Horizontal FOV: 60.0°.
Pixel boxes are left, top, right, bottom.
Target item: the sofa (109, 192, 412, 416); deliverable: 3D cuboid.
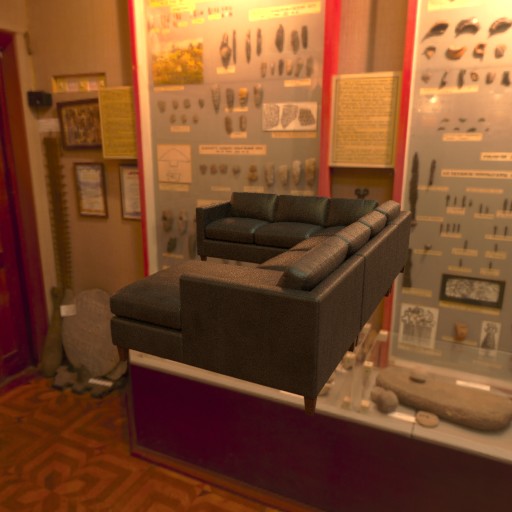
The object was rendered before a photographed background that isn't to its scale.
[{"bbox_3d":[0.000,0.000,4.409,2.452,0.891,3.324,7,17,26],"label":"sofa"}]
